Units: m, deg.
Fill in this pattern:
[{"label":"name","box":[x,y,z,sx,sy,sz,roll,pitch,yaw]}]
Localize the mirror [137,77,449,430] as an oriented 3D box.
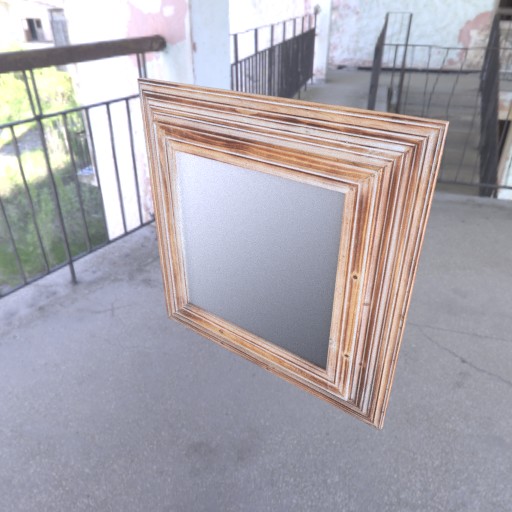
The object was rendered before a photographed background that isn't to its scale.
[{"label":"mirror","box":[0.000,0.000,1.170,0.804,0.804,0.061,21,36,31]}]
